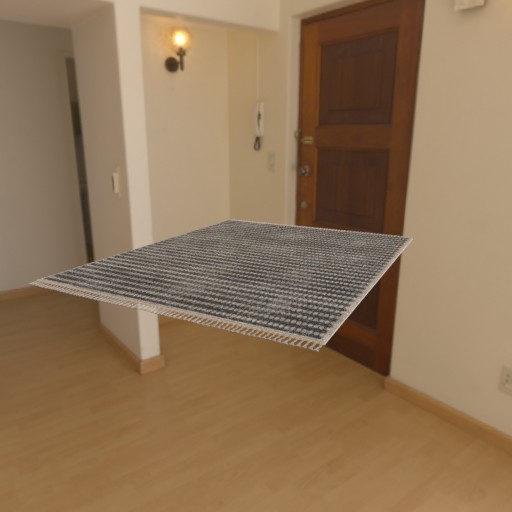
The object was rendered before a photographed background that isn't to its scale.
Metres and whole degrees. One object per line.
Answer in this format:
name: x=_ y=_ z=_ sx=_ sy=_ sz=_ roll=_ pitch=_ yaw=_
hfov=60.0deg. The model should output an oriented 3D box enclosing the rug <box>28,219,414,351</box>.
rug: x=0.000 y=0.000 z=3.967 sx=2.256 sy=0.013 sz=2.910 roll=8 pitch=17 yaw=27
